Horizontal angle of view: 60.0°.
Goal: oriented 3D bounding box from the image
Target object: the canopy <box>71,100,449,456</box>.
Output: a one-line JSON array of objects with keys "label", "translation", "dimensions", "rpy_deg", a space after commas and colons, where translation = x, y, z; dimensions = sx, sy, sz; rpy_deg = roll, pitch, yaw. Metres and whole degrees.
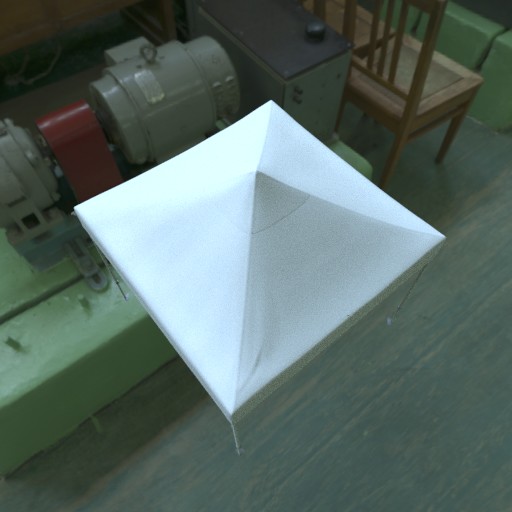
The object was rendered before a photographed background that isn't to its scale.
[{"label": "canopy", "translation": [0.000, 0.000, 5.404], "dimensions": [2.994, 2.998, 2.996], "rpy_deg": [-35, 64, -20]}]
